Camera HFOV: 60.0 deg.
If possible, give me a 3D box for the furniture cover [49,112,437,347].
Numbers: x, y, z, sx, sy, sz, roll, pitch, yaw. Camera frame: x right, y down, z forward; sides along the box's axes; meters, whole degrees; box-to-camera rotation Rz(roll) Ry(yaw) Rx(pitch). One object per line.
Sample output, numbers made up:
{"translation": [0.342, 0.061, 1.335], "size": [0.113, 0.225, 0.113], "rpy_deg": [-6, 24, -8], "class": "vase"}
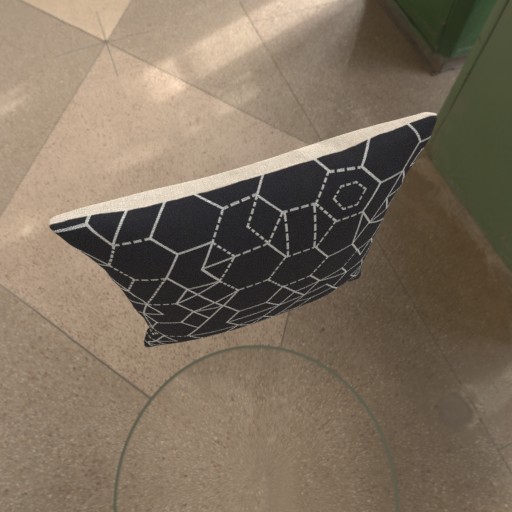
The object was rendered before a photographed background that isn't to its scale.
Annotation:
{"translation": [0.000, 0.000, 0.779], "size": [0.517, 0.508, 0.158], "rpy_deg": [-18, 64, -9], "class": "furniture cover"}
